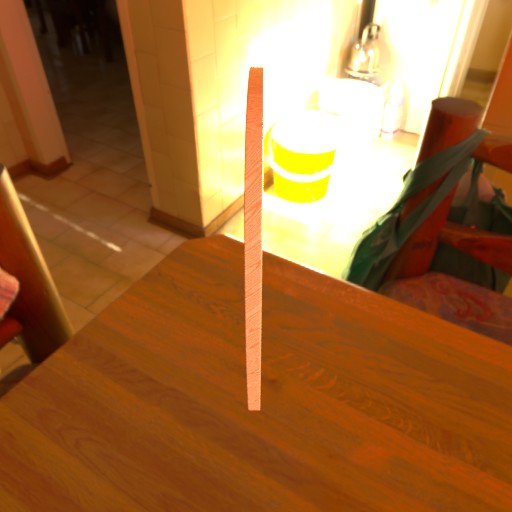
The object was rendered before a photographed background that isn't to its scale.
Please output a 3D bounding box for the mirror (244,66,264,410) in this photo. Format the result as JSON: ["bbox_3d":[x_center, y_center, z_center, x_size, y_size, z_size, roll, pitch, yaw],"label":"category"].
[{"bbox_3d":[0.000,0.000,1.365,0.037,1.075,0.724,1,41,1],"label":"mirror"}]
